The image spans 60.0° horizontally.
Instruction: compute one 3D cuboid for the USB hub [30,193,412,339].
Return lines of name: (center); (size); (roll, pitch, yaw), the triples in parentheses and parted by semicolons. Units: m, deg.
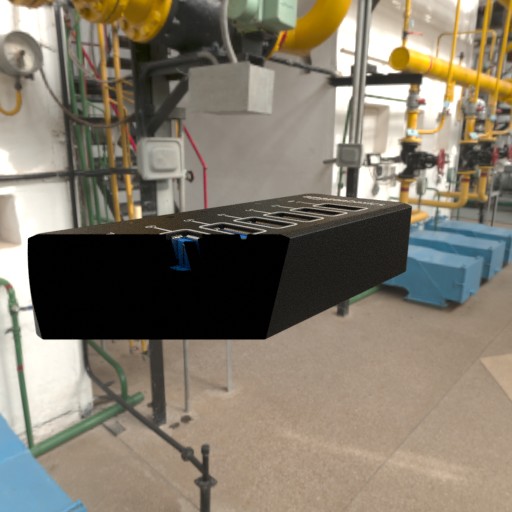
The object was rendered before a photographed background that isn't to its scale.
USB hub: (0.000, 0.000, 0.126); (0.044, 0.023, 0.110); (14, 20, 41)
